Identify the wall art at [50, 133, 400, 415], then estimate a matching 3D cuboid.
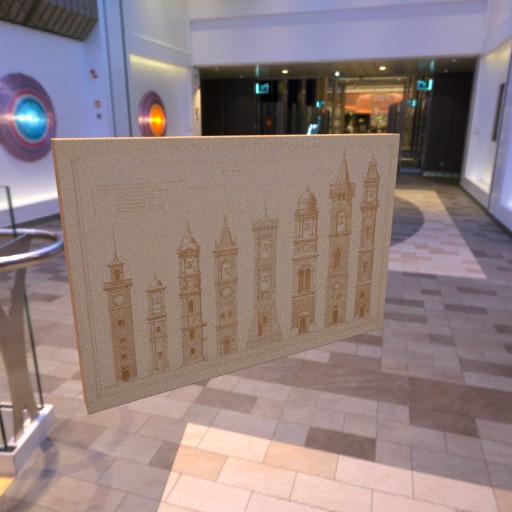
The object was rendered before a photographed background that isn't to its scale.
[{"bbox_3d":[0.000,0.000,0.779,0.609,0.407,0.039,-9,19,-28],"label":"wall art"}]
